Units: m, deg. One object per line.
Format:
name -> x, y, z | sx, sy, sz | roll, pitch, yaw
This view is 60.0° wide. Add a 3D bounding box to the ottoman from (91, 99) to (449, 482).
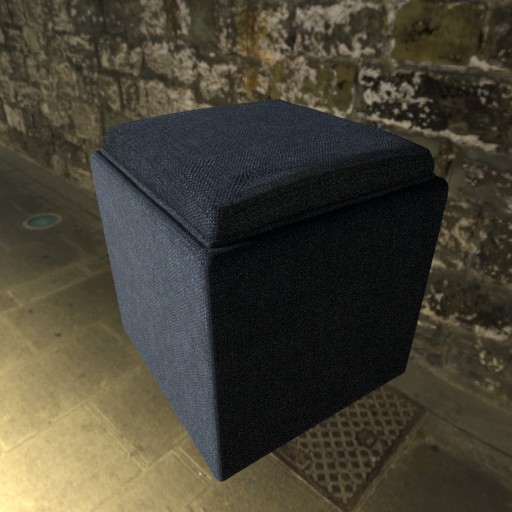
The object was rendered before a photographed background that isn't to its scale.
ottoman -> 0.000, 0.000, 0.833 | 0.436, 0.493, 0.454 | -19, 36, -28
